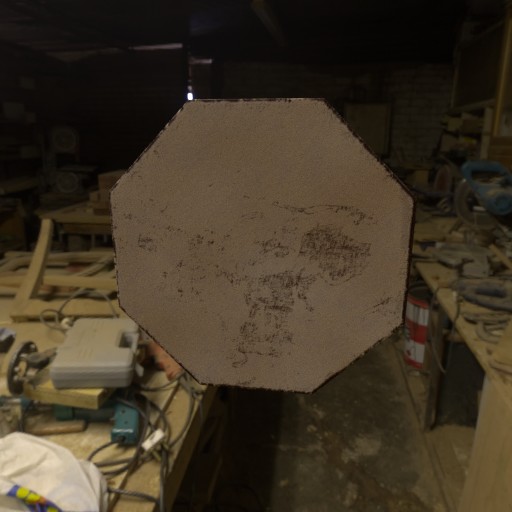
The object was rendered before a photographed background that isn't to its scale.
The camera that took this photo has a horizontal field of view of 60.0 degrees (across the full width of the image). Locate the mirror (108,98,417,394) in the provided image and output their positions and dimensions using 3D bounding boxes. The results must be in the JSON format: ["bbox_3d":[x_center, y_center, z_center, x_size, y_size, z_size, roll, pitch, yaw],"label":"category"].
[{"bbox_3d":[0.000,0.000,0.971,0.648,0.648,0.031,2,16,8],"label":"mirror"}]
